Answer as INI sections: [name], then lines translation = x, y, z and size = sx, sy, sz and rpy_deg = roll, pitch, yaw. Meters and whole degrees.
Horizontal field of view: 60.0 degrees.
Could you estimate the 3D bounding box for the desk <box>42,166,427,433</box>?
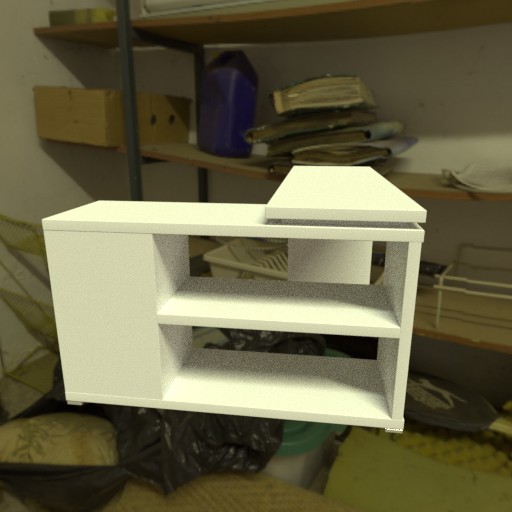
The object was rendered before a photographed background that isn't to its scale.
[desk]
translation = 0.000, 0.000, 2.177
size = 1.200, 0.753, 1.524
rpy_deg = 2, 16, 8
